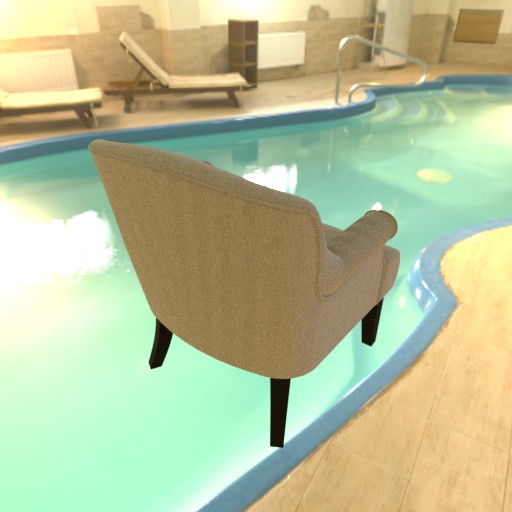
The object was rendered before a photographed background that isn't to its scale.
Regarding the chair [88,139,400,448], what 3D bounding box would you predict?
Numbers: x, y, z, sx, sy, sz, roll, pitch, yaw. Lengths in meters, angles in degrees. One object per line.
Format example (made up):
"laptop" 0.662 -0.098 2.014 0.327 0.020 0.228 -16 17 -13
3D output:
"chair" 0.000 0.000 1.434 0.772 0.880 0.755 21 38 30
